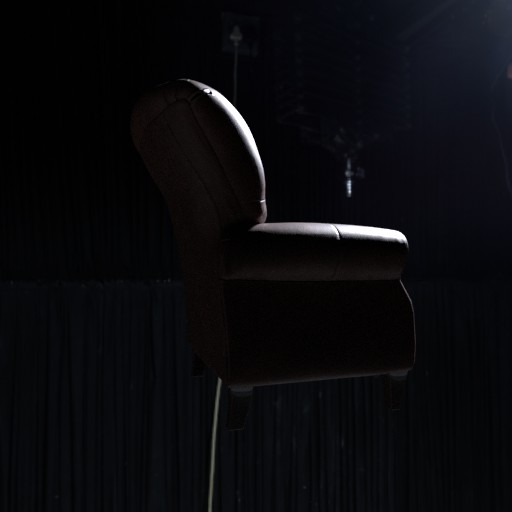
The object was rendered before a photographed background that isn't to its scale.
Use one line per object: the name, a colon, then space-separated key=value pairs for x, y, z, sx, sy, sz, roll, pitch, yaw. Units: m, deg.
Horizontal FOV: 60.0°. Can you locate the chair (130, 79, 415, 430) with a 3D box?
chair: x=0.000 y=0.000 z=1.887 sx=1.031 sy=1.162 sz=0.979 roll=0 pitch=0 yaw=-18
